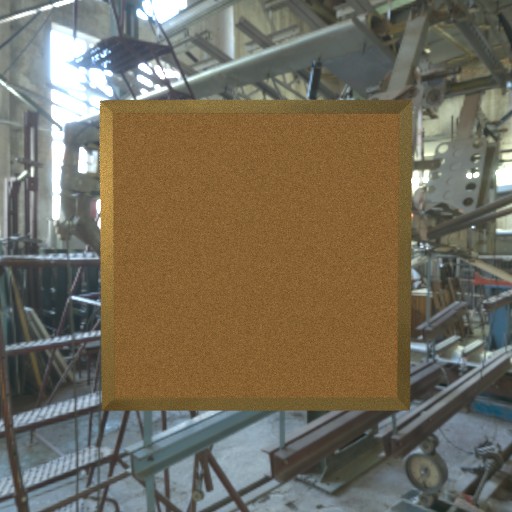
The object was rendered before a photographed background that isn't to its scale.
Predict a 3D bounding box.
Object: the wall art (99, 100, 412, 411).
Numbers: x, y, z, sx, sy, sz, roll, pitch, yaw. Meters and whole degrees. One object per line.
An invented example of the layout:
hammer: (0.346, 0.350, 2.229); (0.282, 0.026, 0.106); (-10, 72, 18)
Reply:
wall art: (0.000, 0.000, 0.453); (0.304, 0.305, 0.038); (0, 1, 0)
